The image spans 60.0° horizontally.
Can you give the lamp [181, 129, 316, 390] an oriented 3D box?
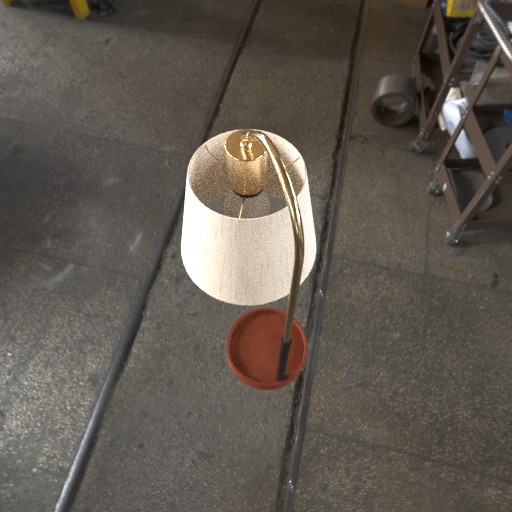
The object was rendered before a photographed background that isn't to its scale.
[{"bbox_3d":[0.000,0.000,0.668,0.211,0.536,0.273,-18,61,-11],"label":"lamp"}]
